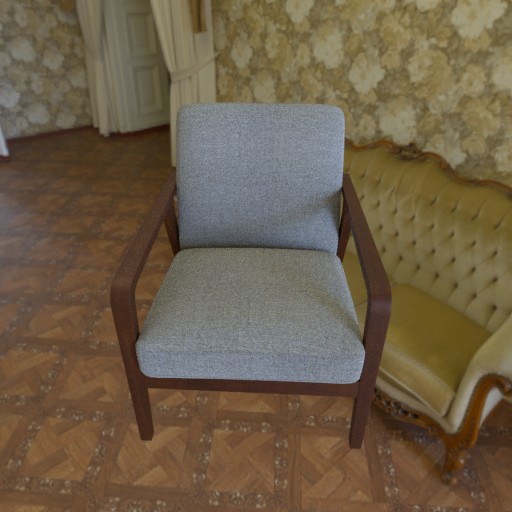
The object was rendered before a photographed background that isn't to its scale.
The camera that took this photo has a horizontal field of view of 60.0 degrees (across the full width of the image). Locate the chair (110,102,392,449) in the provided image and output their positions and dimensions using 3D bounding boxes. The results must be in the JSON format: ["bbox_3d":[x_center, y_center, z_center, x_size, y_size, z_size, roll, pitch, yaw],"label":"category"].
[{"bbox_3d":[0.000,0.000,1.482,0.704,0.847,0.858,1,31,2],"label":"chair"}]
